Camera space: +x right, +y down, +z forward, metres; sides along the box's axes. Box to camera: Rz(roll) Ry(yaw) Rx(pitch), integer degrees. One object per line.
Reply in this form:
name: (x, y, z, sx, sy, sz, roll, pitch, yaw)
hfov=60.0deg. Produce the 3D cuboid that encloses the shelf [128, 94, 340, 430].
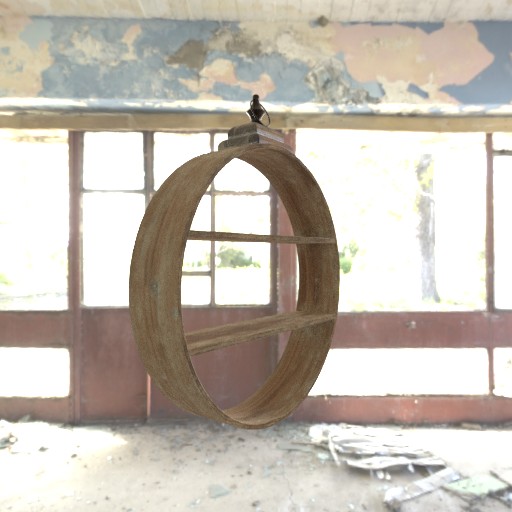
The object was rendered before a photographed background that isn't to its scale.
shelf: (0.000, 0.000, 0.997, 0.125, 0.725, 0.601, 0, 0, 36)
